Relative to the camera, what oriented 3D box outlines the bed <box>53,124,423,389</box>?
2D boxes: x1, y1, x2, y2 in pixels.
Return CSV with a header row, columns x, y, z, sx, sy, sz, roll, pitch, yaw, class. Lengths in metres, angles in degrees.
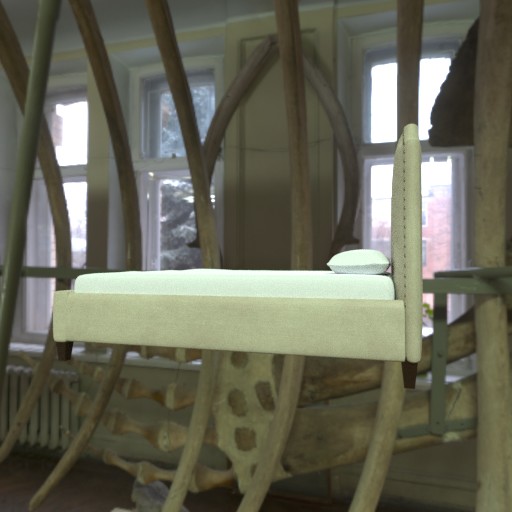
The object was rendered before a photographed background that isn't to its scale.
x,y,z,sx,sy,sz,roll,pitch,yaw,class
0.000,0.000,3.457,2.372,1.443,1.712,0,-1,17,bed
